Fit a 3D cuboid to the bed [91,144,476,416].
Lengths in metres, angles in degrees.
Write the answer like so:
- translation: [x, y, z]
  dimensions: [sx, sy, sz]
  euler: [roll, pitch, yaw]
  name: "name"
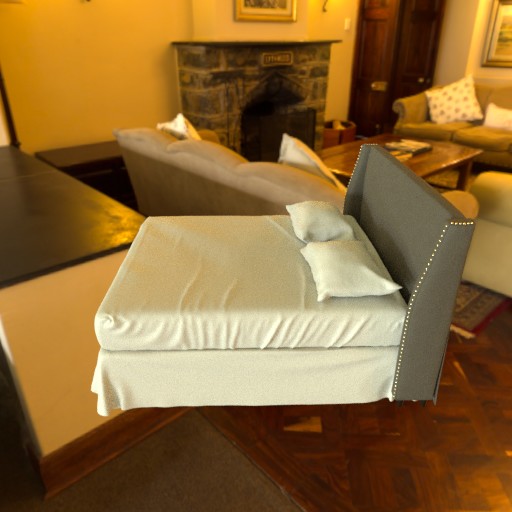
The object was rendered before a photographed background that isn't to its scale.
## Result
- translation: [0.000, 0.000, 3.410]
  dimensions: [2.276, 1.332, 1.925]
  euler: [-1, 27, -1]
  name: "bed"
